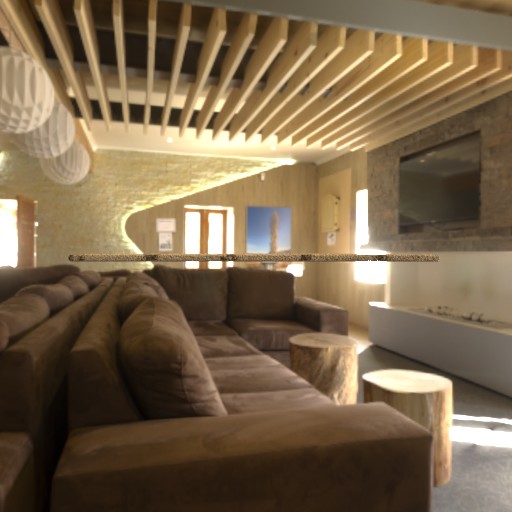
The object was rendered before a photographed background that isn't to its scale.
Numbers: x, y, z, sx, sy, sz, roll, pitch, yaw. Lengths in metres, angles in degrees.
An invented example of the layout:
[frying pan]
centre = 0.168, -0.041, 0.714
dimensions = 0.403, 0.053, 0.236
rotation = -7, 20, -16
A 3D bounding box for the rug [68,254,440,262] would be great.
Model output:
[rug]
centre = 0.000, 0.000, 3.019
dimensions = 1.524, 0.030, 2.438
rotation = 0, 0, 1
